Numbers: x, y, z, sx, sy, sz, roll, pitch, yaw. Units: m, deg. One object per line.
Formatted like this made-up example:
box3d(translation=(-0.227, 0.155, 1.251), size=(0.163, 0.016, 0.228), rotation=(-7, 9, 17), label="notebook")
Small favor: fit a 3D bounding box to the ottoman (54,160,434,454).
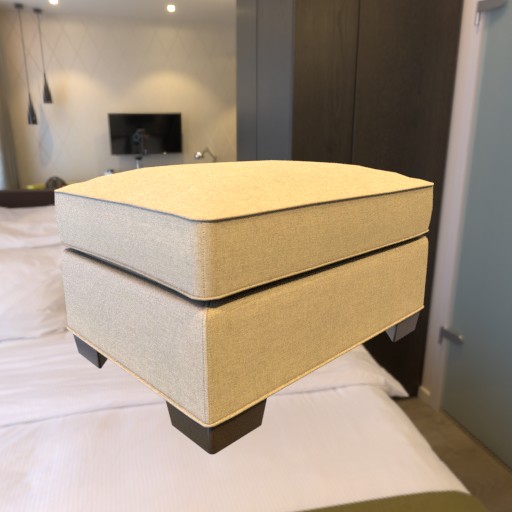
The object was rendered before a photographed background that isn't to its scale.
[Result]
box3d(translation=(0.000, 0.000, 1.222), size=(0.843, 0.504, 0.619), rotation=(-14, 20, -43), label="ottoman")
